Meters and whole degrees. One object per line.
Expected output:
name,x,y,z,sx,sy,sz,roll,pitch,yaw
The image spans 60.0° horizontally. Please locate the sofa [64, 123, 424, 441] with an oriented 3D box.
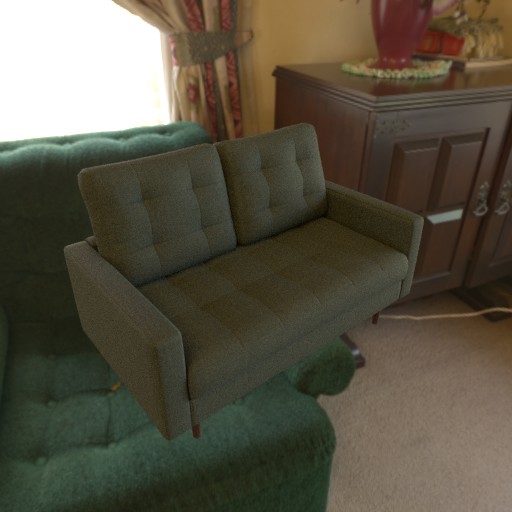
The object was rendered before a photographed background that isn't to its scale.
sofa,0.000,0.000,1.981,1.407,0.907,0.842,-22,37,-33
